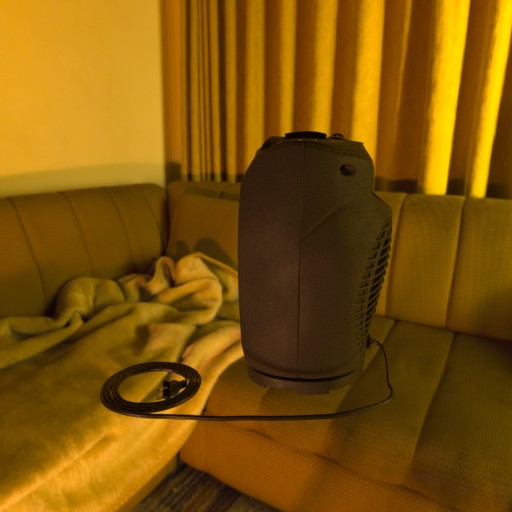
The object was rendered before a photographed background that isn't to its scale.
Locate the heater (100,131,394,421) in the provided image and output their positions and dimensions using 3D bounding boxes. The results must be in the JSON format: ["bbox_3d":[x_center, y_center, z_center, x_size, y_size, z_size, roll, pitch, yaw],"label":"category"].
[{"bbox_3d":[0.000,0.000,0.470,0.291,0.255,0.239,2,15,9],"label":"heater"}]
